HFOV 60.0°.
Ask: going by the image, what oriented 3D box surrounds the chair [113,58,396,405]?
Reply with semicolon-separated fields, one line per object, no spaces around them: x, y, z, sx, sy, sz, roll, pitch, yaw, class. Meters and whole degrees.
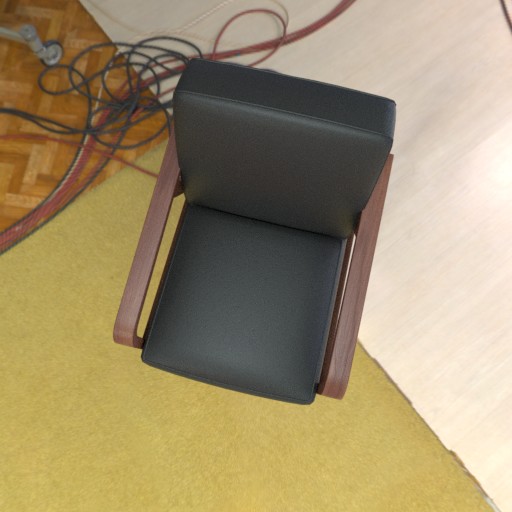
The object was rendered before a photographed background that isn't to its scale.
0.000;0.000;1.491;0.719;0.861;0.889;13;76;3;chair
